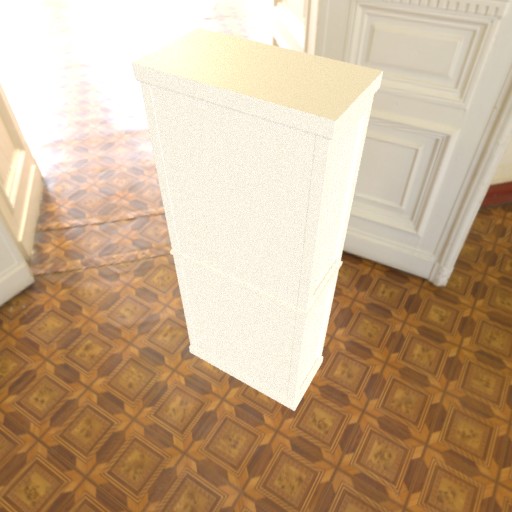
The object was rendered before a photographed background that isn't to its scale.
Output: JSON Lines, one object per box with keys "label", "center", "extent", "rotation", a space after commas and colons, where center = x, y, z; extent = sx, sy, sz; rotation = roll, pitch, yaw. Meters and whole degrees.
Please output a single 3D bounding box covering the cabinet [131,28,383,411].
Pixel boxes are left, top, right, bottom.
{"label": "cabinet", "center": [0.000, 0.000, 2.138], "extent": [0.754, 1.829, 0.390], "rotation": [24, 51, 21]}
